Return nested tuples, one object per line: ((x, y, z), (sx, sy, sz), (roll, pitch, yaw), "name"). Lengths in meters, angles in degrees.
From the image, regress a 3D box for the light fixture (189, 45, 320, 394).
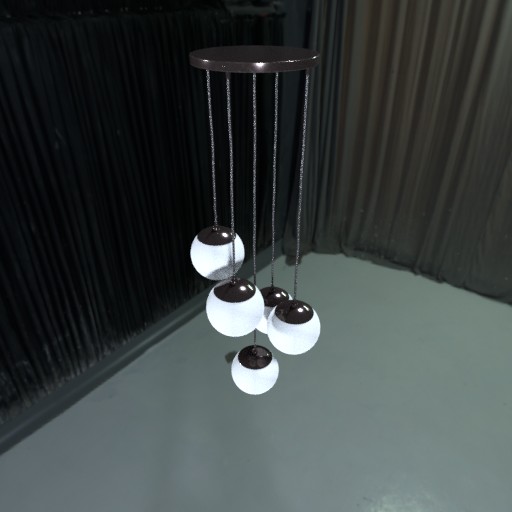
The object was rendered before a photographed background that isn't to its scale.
((0.000, 0.000, 1.514), (0.489, 1.271, 0.484), (21, 37, 30), "light fixture")
